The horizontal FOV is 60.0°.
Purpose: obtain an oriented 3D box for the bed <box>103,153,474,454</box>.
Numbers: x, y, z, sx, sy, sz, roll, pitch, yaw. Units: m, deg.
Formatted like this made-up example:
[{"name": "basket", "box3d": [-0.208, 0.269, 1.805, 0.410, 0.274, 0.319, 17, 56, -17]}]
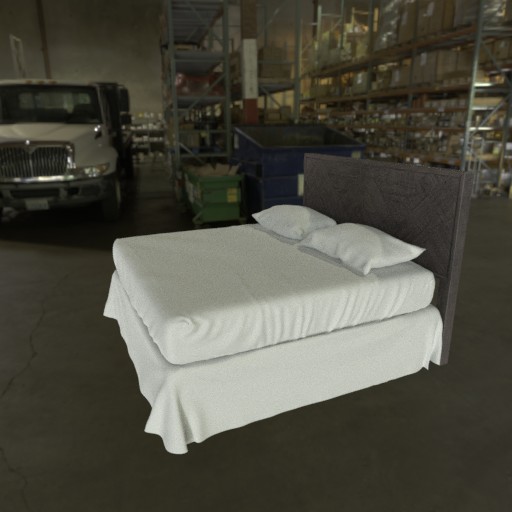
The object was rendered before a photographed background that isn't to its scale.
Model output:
[{"name": "bed", "box3d": [0.000, 0.000, 2.840, 1.785, 1.142, 1.772, -8, 19, -24]}]
